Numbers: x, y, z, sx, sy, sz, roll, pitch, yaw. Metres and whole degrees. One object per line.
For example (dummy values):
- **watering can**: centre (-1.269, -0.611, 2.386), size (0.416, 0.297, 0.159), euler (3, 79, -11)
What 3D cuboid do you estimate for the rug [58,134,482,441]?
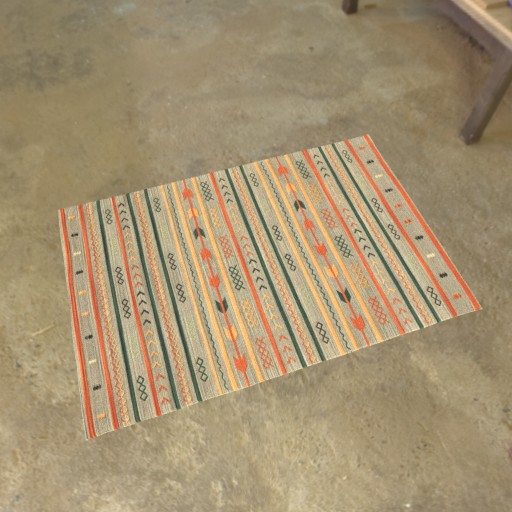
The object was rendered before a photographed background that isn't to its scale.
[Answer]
- **rug**: centre (0.000, 0.000, 2.223), size (1.835, 0.017, 1.220), euler (-16, 59, -10)
